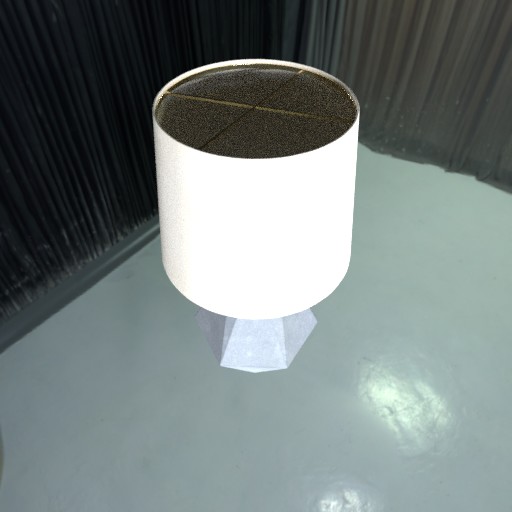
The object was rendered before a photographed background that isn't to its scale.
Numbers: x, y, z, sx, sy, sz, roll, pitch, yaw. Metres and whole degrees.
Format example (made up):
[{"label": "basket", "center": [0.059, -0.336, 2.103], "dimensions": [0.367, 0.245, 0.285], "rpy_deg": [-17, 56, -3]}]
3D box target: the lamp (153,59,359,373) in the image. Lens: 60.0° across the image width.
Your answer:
[{"label": "lamp", "center": [0.000, 0.000, 0.677], "dimensions": [0.276, 0.501, 0.276], "rpy_deg": [0, 46, 0]}]
